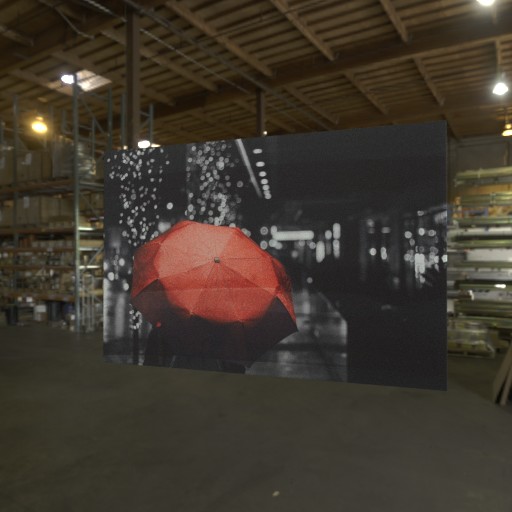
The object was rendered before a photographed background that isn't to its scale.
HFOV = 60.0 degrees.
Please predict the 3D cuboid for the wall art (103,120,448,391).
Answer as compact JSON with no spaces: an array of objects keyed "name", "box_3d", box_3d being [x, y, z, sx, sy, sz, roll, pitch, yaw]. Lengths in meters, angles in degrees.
[{"name":"wall art","box_3d":[0.000,0.000,1.154,0.914,0.609,0.038,0,-1,18]}]
